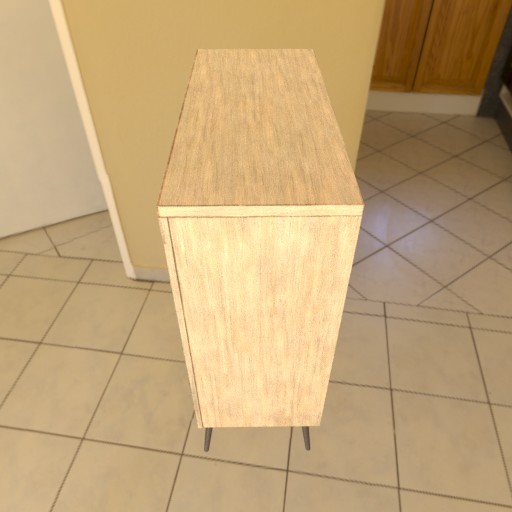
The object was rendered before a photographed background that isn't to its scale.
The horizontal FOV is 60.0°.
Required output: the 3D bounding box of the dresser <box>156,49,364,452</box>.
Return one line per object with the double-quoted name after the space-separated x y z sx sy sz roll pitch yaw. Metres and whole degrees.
0.000 0.000 1.732 0.457 1.219 1.016 -1 42 -1 "dresser"
